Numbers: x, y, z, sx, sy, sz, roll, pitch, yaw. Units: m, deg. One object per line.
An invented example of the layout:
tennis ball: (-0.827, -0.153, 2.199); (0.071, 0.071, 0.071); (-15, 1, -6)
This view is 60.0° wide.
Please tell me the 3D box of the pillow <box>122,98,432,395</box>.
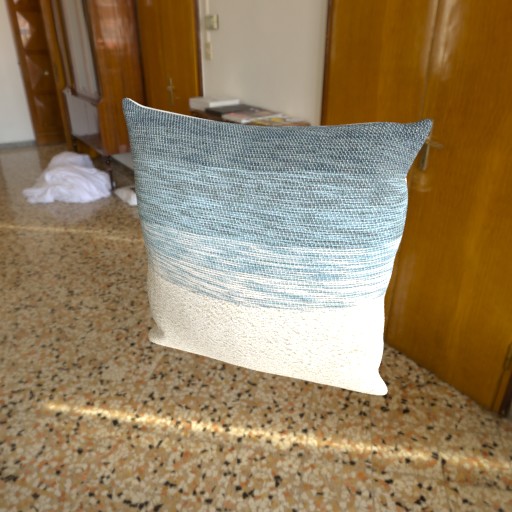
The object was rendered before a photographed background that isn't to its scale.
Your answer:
pillow: (0.000, 0.000, 0.676); (0.440, 0.441, 0.182); (9, 28, 18)
